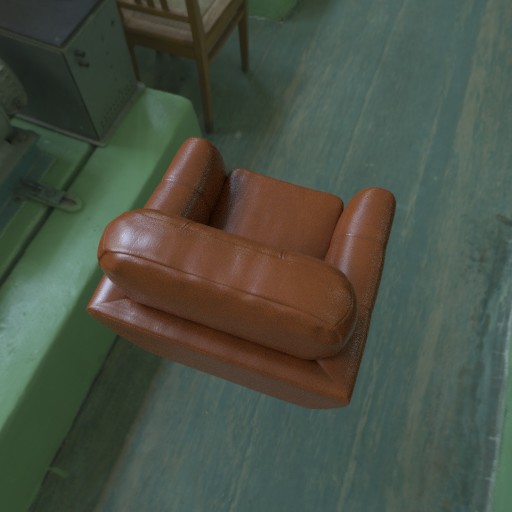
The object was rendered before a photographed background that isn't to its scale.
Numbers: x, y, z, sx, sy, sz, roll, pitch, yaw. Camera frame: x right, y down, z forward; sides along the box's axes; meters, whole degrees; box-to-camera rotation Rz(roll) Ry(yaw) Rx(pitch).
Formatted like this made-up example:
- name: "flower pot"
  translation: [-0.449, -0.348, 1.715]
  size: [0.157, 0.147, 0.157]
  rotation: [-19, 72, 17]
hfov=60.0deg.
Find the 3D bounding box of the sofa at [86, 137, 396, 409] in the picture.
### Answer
- name: "sofa"
  translation: [0.000, 0.000, 1.524]
  size: [0.836, 0.876, 0.789]
  rotation: [17, 66, 8]
